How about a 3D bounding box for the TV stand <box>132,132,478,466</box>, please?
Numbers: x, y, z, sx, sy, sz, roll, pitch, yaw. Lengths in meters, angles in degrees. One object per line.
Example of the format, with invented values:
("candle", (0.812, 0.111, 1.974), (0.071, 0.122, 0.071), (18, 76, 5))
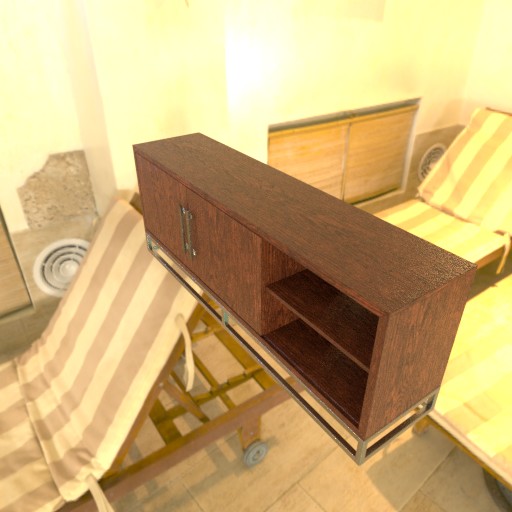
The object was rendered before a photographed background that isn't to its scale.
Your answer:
("TV stand", (0.000, 0.000, 1.786), (0.382, 0.578, 1.541), (-20, 37, -30))
